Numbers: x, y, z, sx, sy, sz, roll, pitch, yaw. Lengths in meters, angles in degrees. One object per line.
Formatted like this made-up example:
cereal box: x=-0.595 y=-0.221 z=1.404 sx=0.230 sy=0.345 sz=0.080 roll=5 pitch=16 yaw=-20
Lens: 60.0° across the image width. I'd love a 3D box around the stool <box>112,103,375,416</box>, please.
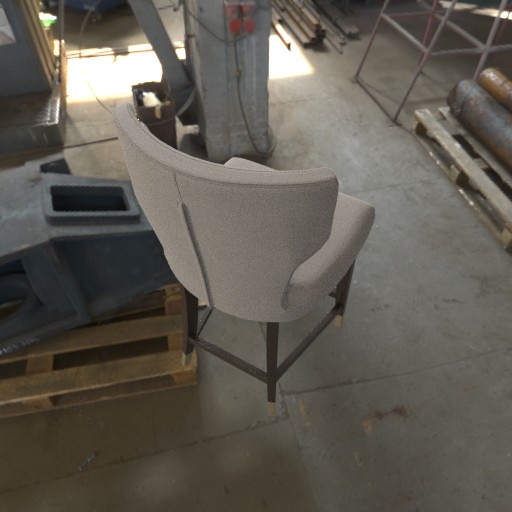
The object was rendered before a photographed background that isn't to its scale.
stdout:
stool: x=0.000 y=0.000 z=1.309 sx=0.527 sy=0.982 sz=0.563 roll=23 pitch=51 yaw=20
